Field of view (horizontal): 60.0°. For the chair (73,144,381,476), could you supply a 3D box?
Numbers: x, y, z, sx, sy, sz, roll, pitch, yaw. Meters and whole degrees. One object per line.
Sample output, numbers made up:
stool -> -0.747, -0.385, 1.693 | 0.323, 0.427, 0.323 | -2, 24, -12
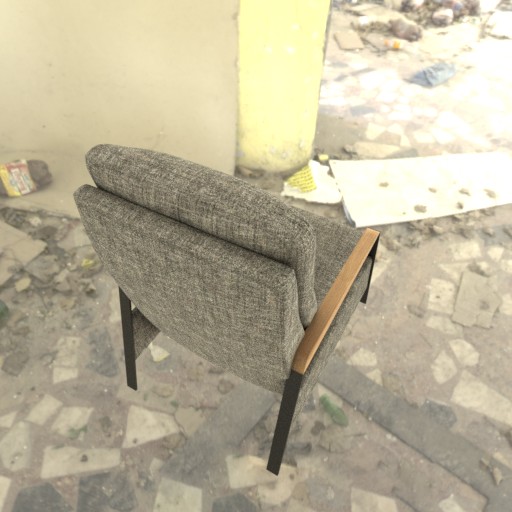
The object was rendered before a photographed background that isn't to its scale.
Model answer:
chair -> 0.000, 0.000, 1.522 | 0.671, 1.042, 0.868 | 22, 50, 20
